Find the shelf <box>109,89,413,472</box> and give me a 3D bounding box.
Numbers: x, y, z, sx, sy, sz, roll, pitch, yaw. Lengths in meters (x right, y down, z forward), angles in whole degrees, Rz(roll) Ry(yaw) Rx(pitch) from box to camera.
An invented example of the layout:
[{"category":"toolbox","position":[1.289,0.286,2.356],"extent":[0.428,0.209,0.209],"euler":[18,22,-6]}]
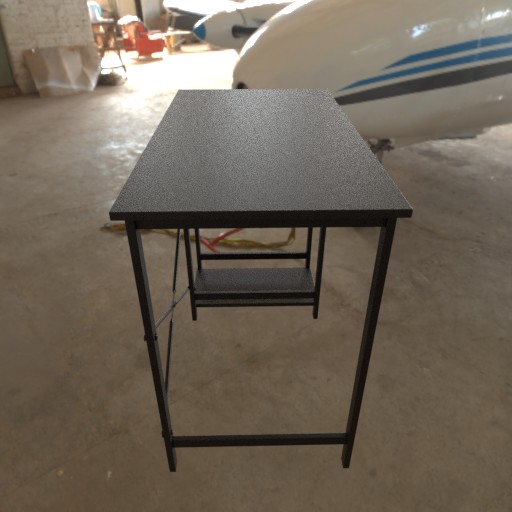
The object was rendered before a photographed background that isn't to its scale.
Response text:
[{"category":"shelf","position":[0.000,0.000,1.304],"extent":[0.498,0.749,0.902],"euler":[-1,33,-1]}]
